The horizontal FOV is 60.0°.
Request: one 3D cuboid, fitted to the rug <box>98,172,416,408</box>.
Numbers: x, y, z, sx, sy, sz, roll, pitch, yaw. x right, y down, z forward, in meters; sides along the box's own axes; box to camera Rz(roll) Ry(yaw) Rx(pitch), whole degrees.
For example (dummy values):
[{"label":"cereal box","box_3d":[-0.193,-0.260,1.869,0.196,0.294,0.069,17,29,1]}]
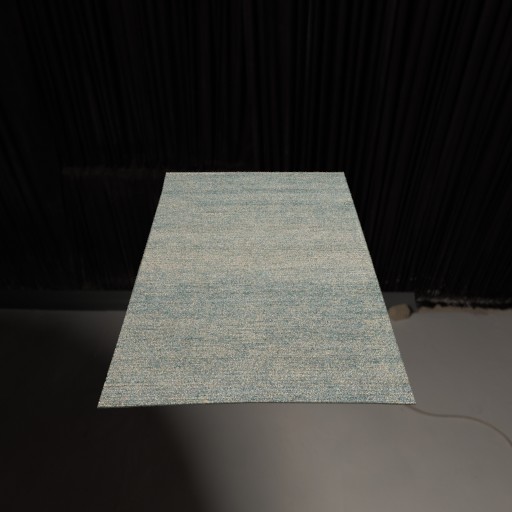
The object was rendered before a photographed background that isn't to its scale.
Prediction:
[{"label":"rug","box_3d":[0.000,0.000,5.429,2.802,0.052,4.078,0,40,0]}]
